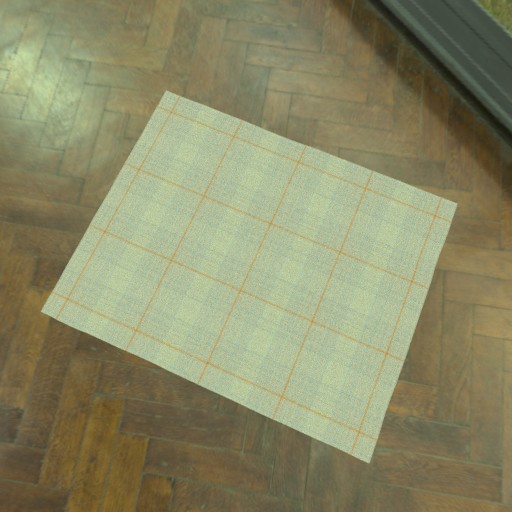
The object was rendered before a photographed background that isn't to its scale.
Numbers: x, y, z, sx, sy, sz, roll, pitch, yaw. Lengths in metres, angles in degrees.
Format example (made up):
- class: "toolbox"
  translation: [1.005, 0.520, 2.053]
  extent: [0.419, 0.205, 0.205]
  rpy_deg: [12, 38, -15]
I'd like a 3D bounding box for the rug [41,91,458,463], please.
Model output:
- class: "rug"
  translation: [0.000, 0.000, 4.007]
  extent: [3.051, 0.021, 2.448]
  rpy_deg: [23, 76, 6]
